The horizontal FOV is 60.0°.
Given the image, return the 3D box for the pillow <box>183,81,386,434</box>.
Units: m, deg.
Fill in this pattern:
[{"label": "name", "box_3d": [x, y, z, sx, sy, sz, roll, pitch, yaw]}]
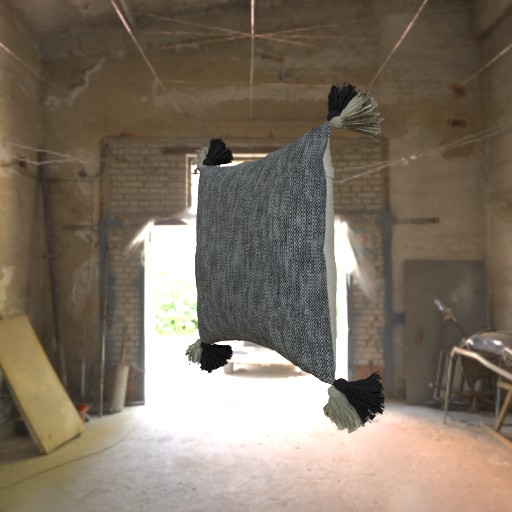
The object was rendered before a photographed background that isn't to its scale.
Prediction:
[{"label": "pillow", "box_3d": [0.000, 0.000, 1.000, 0.170, 0.659, 0.654, 1, -1, -37]}]
